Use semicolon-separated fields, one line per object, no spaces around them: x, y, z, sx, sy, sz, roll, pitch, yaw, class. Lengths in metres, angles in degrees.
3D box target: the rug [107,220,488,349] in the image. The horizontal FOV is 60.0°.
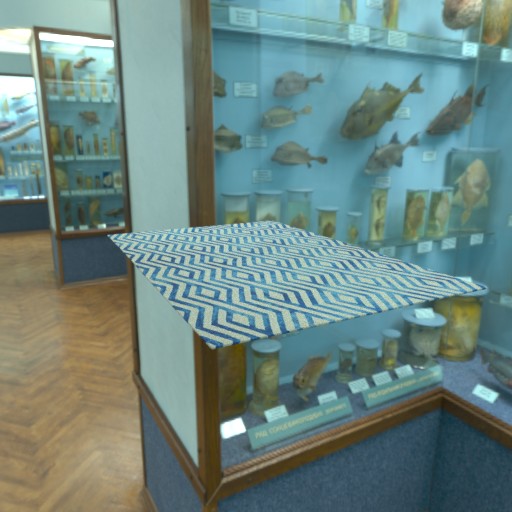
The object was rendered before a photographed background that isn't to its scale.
0.000;0.000;2.349;1.225;0.008;1.830;-7;16;-26;rug
